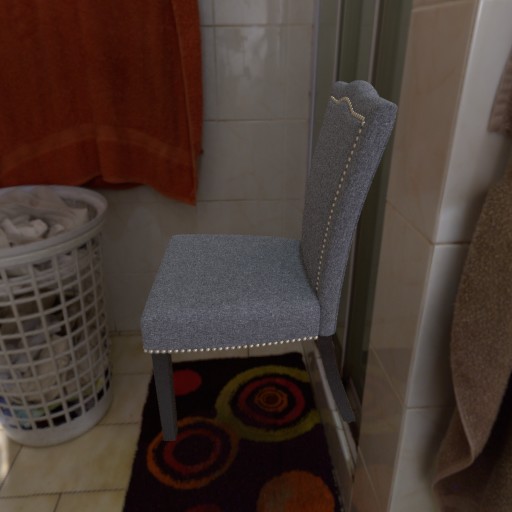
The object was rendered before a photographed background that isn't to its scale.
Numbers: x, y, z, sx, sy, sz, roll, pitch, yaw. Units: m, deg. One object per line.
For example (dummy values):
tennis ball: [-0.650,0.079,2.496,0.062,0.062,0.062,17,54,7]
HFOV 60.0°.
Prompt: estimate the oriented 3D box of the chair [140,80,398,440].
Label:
chair: [0.000,0.000,1.282,0.589,0.946,0.518,-1,26,-1]
